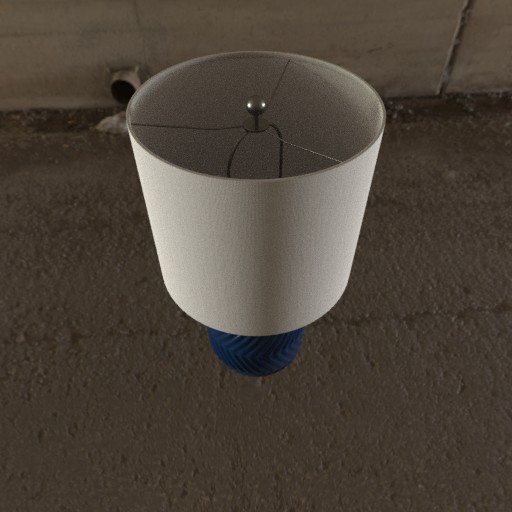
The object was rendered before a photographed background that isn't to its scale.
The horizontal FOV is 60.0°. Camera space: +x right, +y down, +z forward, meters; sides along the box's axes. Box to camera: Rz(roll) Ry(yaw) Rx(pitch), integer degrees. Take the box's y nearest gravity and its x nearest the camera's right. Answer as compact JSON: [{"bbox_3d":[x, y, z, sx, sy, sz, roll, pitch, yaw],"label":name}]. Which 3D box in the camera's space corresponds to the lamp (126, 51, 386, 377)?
[{"bbox_3d":[0.000,0.000,0.483,0.203,0.368,0.203,-33,55,-27],"label":"lamp"}]
